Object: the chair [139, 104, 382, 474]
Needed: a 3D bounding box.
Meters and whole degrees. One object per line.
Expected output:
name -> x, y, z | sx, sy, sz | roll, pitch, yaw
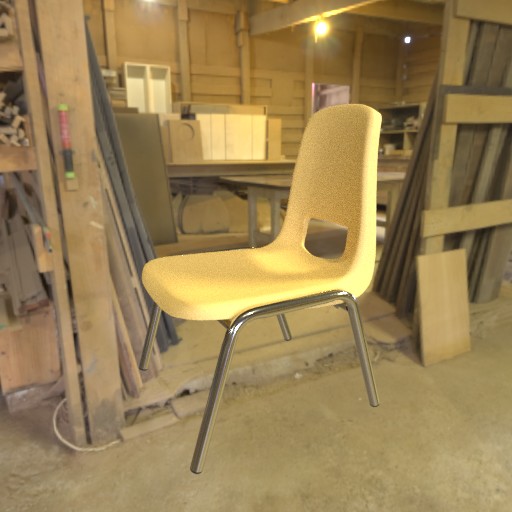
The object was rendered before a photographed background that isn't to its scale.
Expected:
chair -> 0.000, 0.000, 0.810 | 0.385, 0.536, 0.354 | -7, 16, -26
